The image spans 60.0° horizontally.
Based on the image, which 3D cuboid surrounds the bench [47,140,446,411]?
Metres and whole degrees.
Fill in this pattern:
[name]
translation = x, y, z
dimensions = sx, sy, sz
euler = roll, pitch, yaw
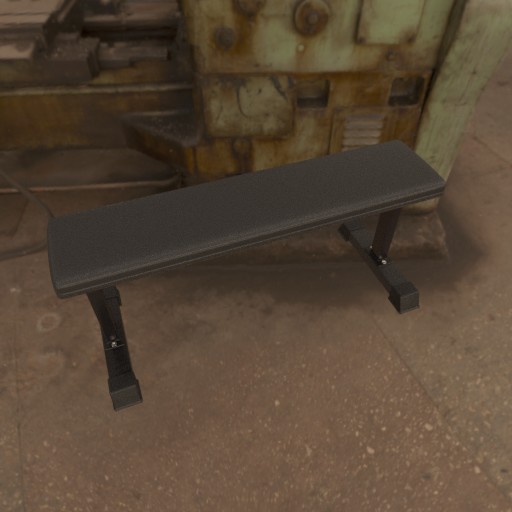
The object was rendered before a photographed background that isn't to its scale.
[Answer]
[bench]
translation = 0.000, 0.000, 1.342
dimensions = 1.072, 0.453, 0.439
euler = -16, 49, -14
